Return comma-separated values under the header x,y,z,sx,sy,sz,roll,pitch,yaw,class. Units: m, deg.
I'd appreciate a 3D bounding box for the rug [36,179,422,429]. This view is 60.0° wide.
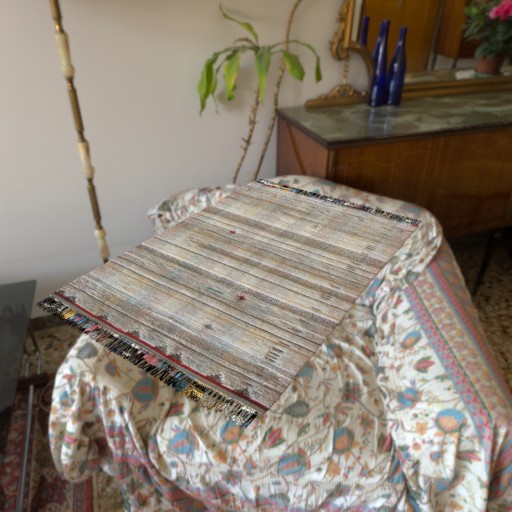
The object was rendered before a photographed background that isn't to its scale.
x,y,z,sx,sy,sz,roll,pitch,yaw,class
0.000,0.000,2.360,1.217,0.012,1.848,20,37,29,rug
